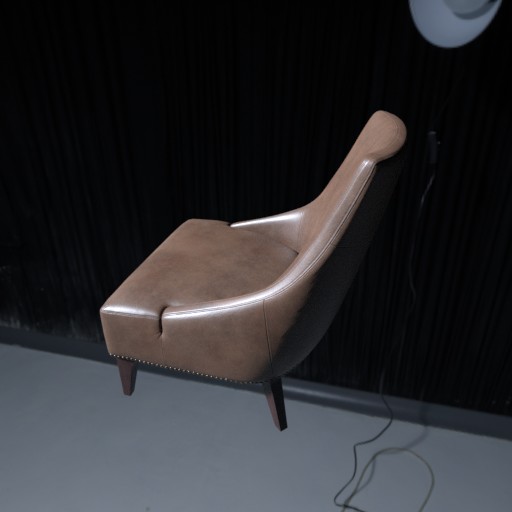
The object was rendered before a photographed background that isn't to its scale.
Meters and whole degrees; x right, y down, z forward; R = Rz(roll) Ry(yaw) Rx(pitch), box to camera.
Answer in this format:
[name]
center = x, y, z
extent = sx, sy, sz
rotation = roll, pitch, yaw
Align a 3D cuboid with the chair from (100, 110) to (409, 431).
[chair]
center = 0.000, 0.000, 1.515
extent = 0.861, 0.909, 0.701
rotation = 8, 31, 14
